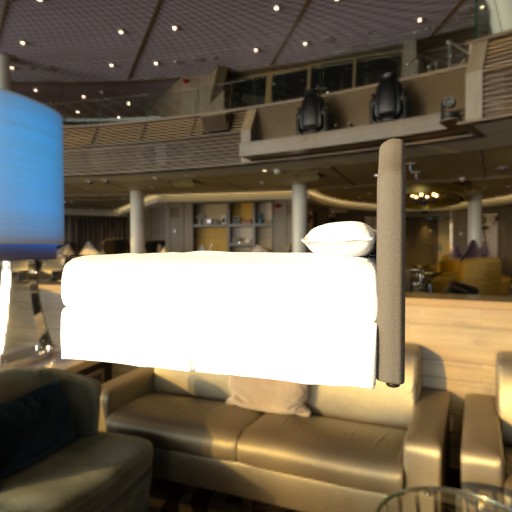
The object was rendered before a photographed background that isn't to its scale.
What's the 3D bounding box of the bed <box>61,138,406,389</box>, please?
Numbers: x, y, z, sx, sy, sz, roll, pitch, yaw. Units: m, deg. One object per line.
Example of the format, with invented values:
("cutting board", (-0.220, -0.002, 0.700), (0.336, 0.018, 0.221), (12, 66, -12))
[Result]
("bed", (0.000, 0.000, 3.984), (2.536, 1.561, 2.194), (0, 1, 18))
